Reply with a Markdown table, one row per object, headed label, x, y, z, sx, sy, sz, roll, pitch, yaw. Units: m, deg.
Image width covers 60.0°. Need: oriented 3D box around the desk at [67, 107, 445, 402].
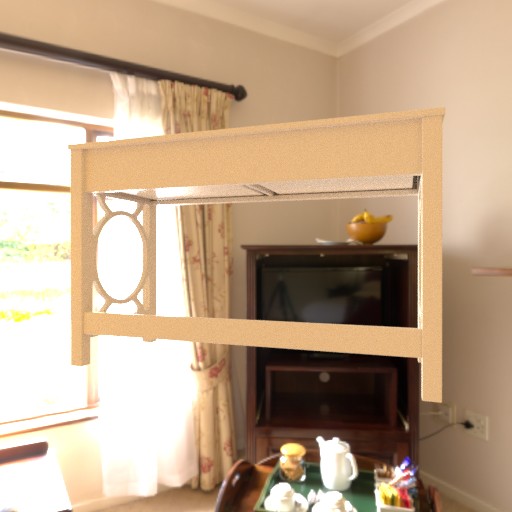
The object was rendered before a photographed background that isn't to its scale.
| label | x | y | z | sx | sy | sz | roll | pitch | yaw |
| --- | --- | --- | --- | --- | --- | --- | --- | --- | --- |
| desk | 0.000 | 0.000 | 1.560 | 1.191 | 0.762 | 0.504 | 0 | 0 | 19 |
